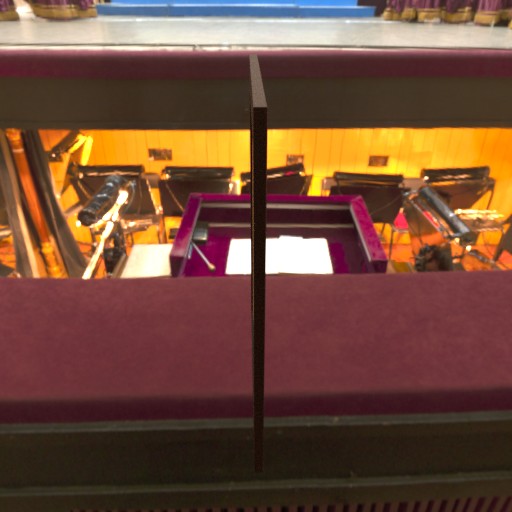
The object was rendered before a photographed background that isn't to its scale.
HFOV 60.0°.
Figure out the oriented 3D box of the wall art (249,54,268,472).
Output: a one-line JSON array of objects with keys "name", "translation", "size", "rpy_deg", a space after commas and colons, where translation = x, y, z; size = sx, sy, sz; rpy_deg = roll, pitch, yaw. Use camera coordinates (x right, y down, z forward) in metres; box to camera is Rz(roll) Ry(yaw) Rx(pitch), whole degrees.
[{"name": "wall art", "translation": [0.000, 0.000, 0.657], "size": [0.013, 0.508, 0.359], "rpy_deg": [-1, 31, -1]}]
